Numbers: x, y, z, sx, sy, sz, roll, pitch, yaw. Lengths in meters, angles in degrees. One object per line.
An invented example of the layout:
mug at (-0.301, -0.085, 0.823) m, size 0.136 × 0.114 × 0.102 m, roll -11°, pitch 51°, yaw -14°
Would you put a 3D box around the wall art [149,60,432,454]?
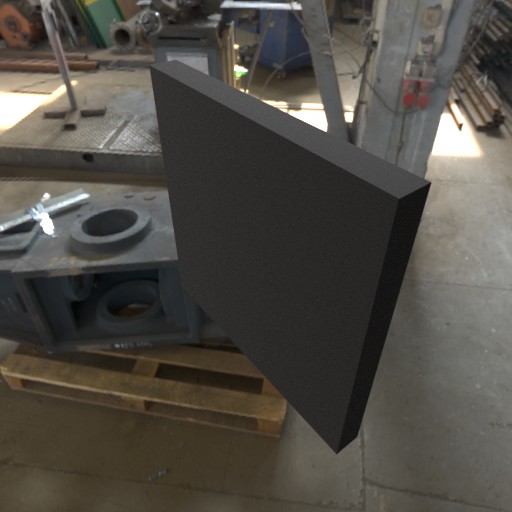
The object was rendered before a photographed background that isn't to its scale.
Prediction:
wall art at (0.000, 0.000, 0.452) m, size 0.030 × 0.305 × 0.308 m, roll -26°, pitch 47°, yaw -28°
